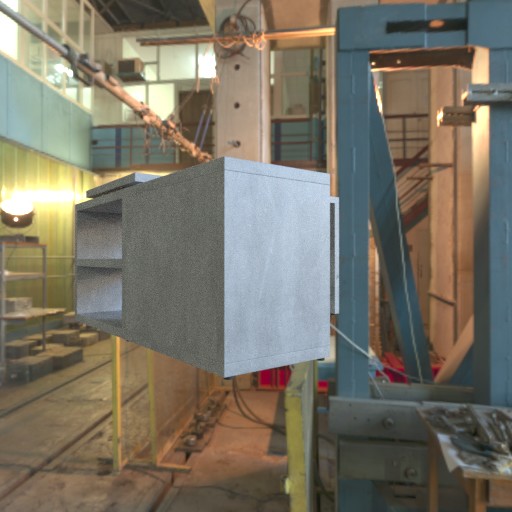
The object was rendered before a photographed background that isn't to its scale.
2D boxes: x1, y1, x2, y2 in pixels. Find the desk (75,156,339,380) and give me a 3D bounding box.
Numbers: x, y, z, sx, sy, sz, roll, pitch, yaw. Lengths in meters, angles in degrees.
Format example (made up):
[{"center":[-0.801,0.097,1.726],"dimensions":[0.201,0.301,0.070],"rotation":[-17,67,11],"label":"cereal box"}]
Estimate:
[{"center":[0.000,0.000,2.316],"dimensions":[1.400,0.740,1.500],"rotation":[0,0,-38],"label":"desk"}]
